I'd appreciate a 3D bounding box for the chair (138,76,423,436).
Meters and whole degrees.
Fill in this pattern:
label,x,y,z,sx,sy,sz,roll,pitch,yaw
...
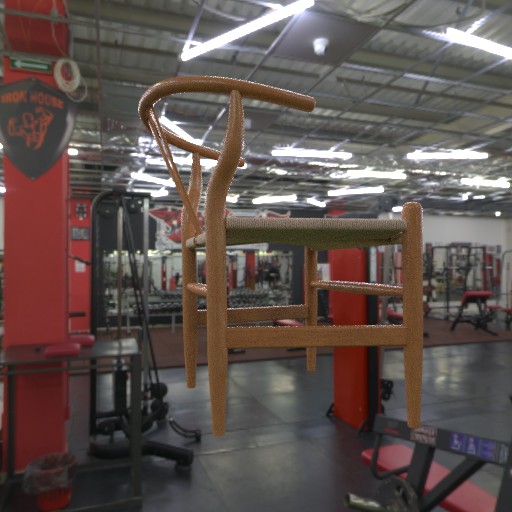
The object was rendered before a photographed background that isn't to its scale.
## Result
label,x,y,z,sx,sy,sz,roll,pitch,yaw
chair,0.000,0.000,1.118,0.579,0.730,0.569,0,-1,-17
